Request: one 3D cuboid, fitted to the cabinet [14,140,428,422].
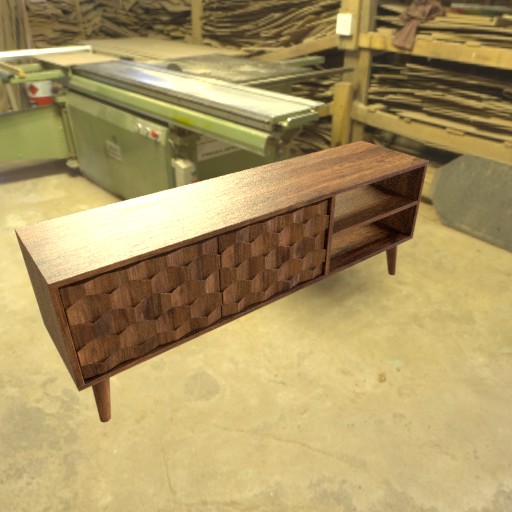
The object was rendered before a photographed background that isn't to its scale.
[{"bbox_3d":[0.000,0.000,1.642,1.448,0.528,0.349,-21,37,-31],"label":"cabinet"}]
